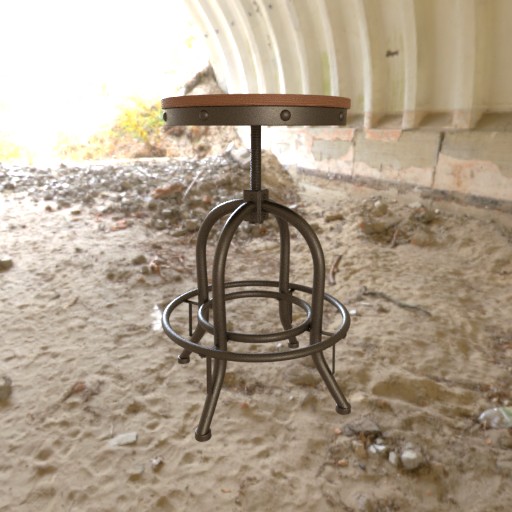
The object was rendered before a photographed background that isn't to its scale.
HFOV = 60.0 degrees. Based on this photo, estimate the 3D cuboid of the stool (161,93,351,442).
[{"bbox_3d":[0.000,0.000,0.917,0.439,0.609,0.439,9,18,28],"label":"stool"}]
